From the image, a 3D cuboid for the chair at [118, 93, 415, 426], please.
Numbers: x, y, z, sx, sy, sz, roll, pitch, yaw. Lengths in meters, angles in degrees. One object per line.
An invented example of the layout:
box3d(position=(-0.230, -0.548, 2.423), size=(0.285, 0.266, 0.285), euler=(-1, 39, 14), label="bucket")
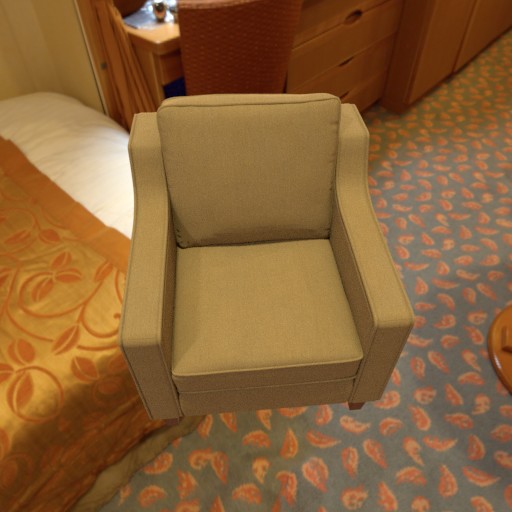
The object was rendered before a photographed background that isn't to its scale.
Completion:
box3d(position=(0.000, 0.000, 1.628), size=(0.831, 0.960, 0.909), euler=(-4, 48, -3), label="chair")
